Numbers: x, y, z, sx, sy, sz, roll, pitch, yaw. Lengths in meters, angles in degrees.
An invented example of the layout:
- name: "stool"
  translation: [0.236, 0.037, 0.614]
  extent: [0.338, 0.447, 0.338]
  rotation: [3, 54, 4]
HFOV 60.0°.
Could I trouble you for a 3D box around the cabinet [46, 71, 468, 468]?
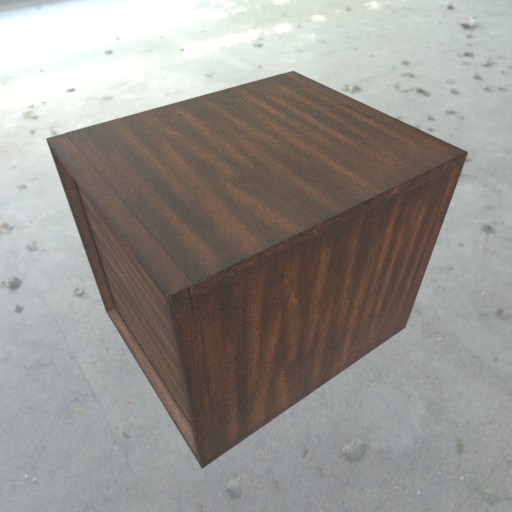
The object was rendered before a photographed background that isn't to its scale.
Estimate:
- name: "cabinet"
  translation: [0.000, 0.000, 0.816]
  extent: [0.500, 0.455, 0.402]
  rotation: [-26, 48, -26]
